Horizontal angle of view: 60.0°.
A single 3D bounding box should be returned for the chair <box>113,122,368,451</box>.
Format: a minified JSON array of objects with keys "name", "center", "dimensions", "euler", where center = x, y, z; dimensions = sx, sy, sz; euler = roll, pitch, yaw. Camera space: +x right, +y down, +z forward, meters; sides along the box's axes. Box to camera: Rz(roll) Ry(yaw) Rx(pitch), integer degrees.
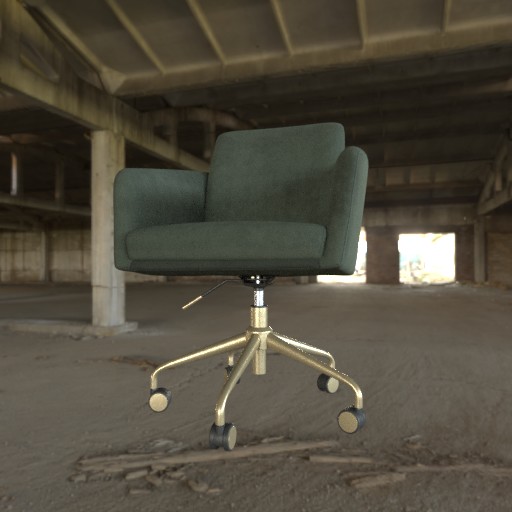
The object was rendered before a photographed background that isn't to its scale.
[{"name":"chair","center":[0.000,0.000,1.290],"dimensions":[0.641,0.908,0.635],"euler":[0,-1,17]}]
